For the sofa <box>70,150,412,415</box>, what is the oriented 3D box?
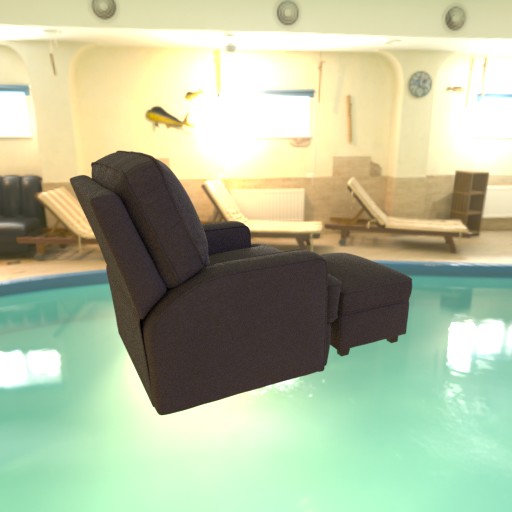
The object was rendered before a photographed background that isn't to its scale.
[{"bbox_3d":[0.000,0.000,2.047,1.472,0.959,0.861,-8,17,-26],"label":"sofa"}]
